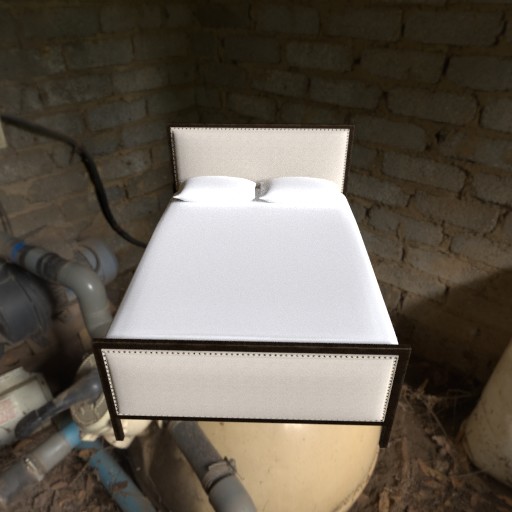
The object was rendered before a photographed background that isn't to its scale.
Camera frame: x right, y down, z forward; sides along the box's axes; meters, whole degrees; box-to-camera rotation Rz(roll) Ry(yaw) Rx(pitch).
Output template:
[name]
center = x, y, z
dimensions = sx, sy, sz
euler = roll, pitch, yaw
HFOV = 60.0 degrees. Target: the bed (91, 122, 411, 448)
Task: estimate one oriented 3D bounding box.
[bed]
center = 0.000, 0.000, 3.193
dimensions = 1.607, 1.313, 2.221
euler = 1, 31, 1
